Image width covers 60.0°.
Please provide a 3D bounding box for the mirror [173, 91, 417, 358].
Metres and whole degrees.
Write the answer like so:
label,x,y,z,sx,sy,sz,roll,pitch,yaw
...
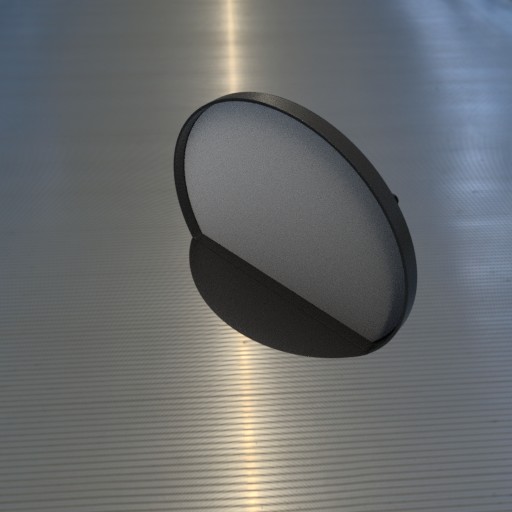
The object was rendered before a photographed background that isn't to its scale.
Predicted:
label,x,y,z,sx,sy,sz,roll,pitch,yaw
mirror,0.000,0.000,0.680,0.457,0.457,0.133,32,54,27
